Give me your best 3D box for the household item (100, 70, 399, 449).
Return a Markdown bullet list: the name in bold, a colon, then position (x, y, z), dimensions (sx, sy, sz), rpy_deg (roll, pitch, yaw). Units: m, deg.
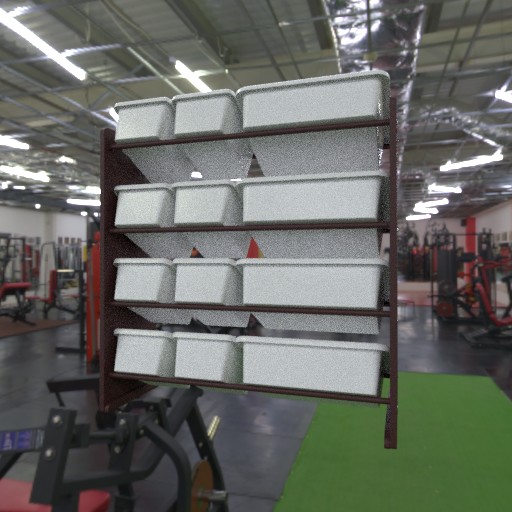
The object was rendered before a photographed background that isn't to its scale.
- **household item**: position (0.000, 0.000, 1.289), dimensions (0.787, 0.864, 0.389), rpy_deg (0, 0, 18)
